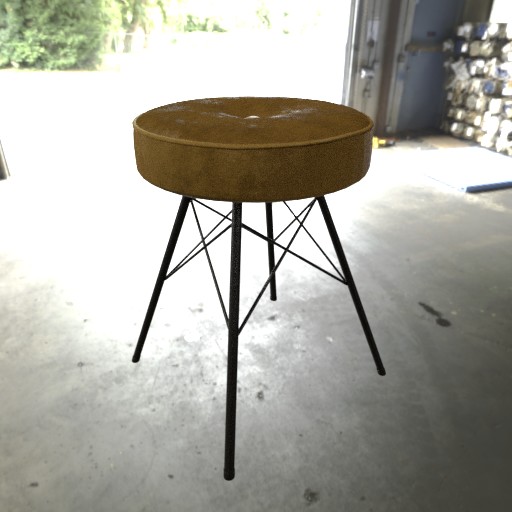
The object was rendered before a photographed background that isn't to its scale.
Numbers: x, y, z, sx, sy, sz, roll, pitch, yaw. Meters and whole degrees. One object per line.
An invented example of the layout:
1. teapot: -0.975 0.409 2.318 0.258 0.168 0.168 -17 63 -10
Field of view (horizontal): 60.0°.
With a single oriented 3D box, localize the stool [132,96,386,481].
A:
1. stool: 0.000 0.000 0.925 0.472 0.595 0.438 -18 33 -31
